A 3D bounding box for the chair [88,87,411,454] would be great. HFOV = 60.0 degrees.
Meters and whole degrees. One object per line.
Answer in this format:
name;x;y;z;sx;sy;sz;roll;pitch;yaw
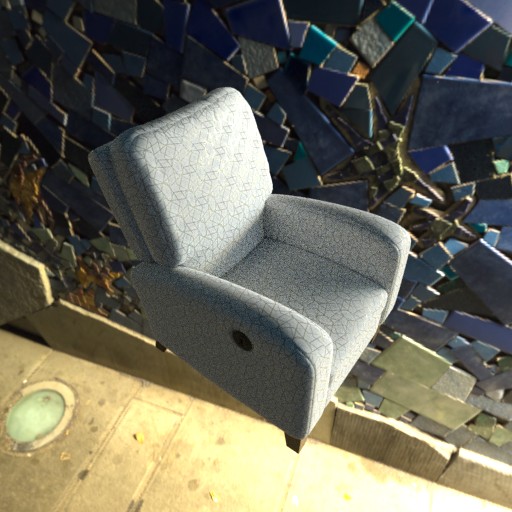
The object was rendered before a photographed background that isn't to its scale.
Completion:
chair;0.000;0.000;1.786;0.995;1.064;0.796;25;47;26
